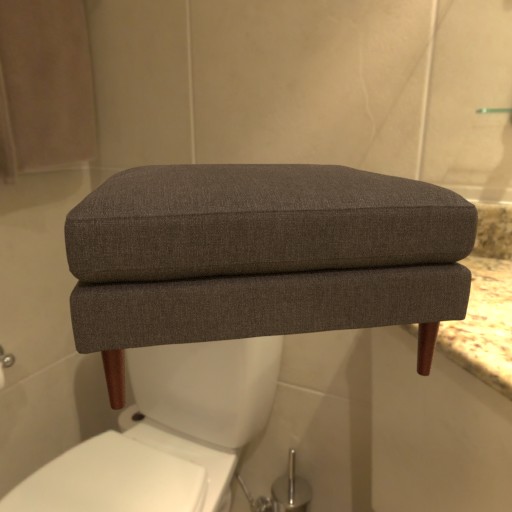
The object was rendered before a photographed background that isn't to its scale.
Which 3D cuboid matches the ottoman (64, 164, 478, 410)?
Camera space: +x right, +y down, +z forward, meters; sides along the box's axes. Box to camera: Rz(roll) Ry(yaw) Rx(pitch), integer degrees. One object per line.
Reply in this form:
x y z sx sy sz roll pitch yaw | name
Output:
0.000 0.000 1.194 0.821 0.474 0.693 -3 16 -10 | ottoman
